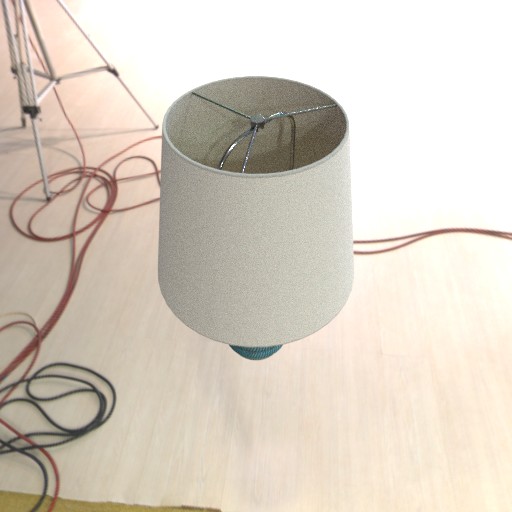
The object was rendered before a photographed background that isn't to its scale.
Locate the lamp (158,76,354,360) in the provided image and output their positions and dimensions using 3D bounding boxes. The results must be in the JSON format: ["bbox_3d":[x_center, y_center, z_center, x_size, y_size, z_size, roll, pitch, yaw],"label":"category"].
[{"bbox_3d":[0.000,0.000,0.571,0.254,0.392,0.254,0,48,0],"label":"lamp"}]
